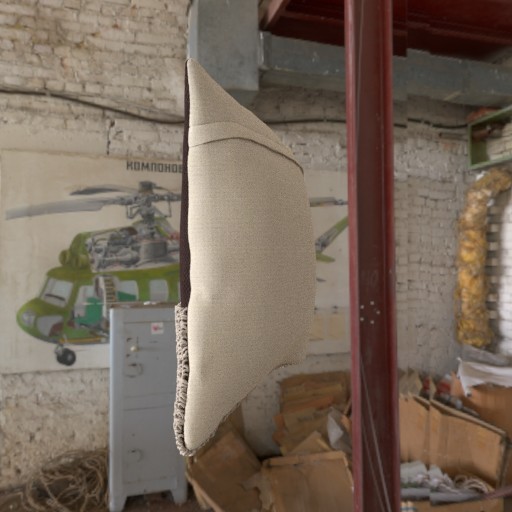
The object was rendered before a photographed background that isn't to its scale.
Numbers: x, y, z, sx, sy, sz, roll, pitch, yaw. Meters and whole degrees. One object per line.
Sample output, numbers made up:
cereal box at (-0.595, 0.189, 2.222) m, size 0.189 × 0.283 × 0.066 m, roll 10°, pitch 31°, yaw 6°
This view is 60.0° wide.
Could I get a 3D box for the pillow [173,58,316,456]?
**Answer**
pillow at (0.000, 0.000, 0.732) m, size 0.178 × 0.473 × 0.475 m, roll 0°, pitch 0°, yaw 20°
